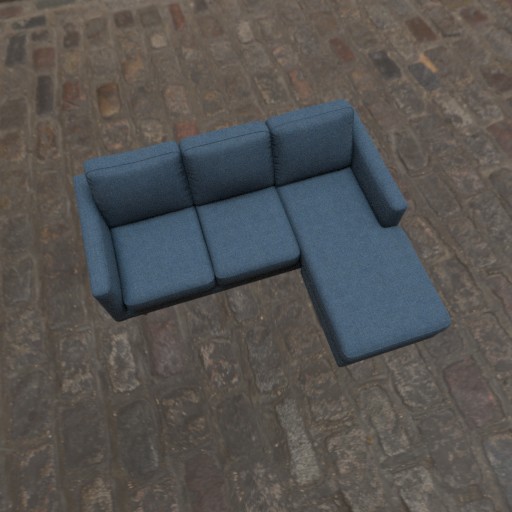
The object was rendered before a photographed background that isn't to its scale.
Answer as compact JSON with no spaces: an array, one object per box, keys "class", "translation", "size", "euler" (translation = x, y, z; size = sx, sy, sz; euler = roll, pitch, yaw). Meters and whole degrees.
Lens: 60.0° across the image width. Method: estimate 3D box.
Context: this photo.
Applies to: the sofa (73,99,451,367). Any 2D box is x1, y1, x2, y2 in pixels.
[{"class":"sofa","translation":[0.000,0.000,2.949],"size":[2.055,0.957,1.667],"euler":[-16,65,-8]}]
